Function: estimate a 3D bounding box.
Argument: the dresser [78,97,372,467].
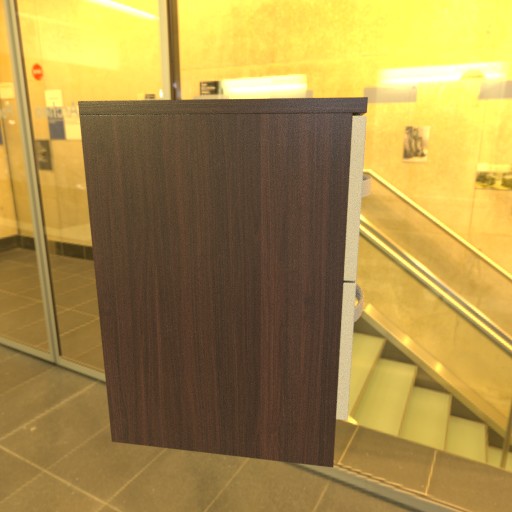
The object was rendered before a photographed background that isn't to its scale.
[{"bbox_3d":[0.000,0.000,0.746,0.360,0.470,0.400,2,15,9],"label":"dresser"}]
